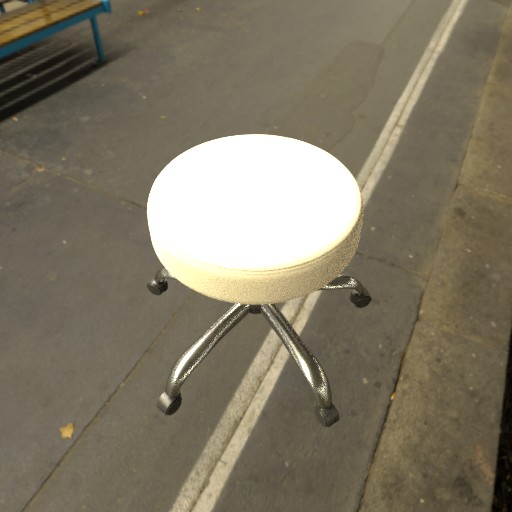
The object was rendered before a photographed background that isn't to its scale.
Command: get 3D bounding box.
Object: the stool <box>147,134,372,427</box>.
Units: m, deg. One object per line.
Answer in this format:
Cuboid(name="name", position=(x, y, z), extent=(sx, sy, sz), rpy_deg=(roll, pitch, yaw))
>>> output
Cuboid(name="stool", position=(0.000, 0.000, 1.049), extent=(0.634, 0.482, 0.614), rpy_deg=(3, 47, 3))
